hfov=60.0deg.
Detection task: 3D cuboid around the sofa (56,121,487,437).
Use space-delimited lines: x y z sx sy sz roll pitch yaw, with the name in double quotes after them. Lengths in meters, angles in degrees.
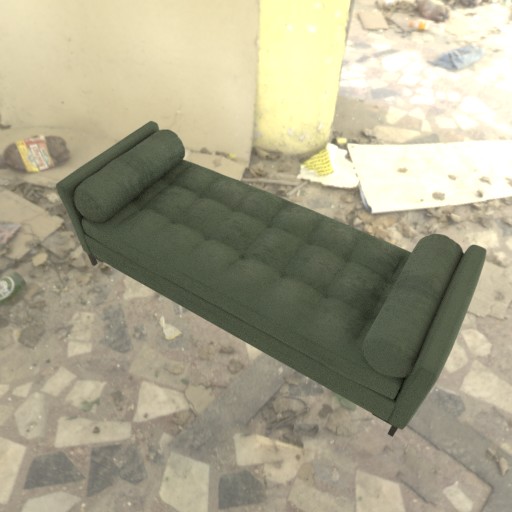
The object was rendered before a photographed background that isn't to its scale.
0.000 0.000 2.470 2.130 0.681 0.817 25 53 21 "sofa"
